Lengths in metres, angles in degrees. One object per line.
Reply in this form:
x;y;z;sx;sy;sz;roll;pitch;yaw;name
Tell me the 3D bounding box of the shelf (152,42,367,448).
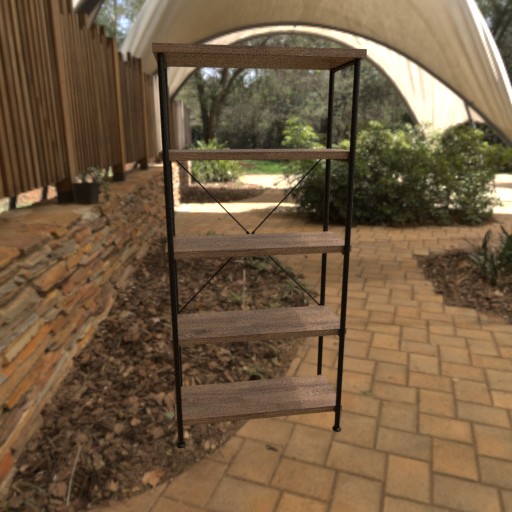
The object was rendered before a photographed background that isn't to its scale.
0.000;0.000;2.026;0.800;1.700;0.360;-2;16;-9;shelf
